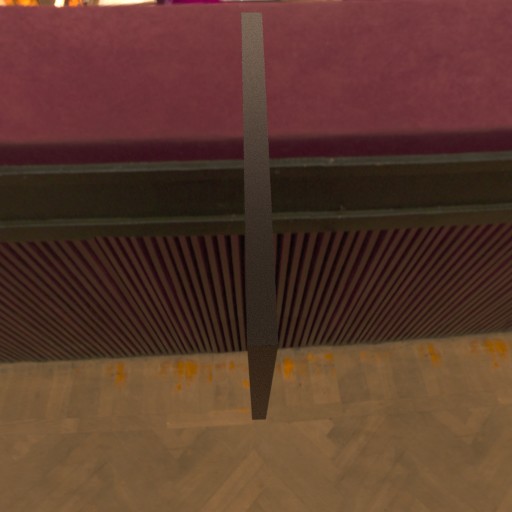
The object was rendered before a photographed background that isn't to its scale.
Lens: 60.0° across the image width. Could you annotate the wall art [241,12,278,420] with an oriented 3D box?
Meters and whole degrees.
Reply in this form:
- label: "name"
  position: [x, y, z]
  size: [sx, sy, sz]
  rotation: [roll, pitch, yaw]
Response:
- label: "wall art"
  position: [0.000, 0.000, 0.745]
  size: [0.028, 0.557, 0.457]
  rotation: [-1, 63, -1]
